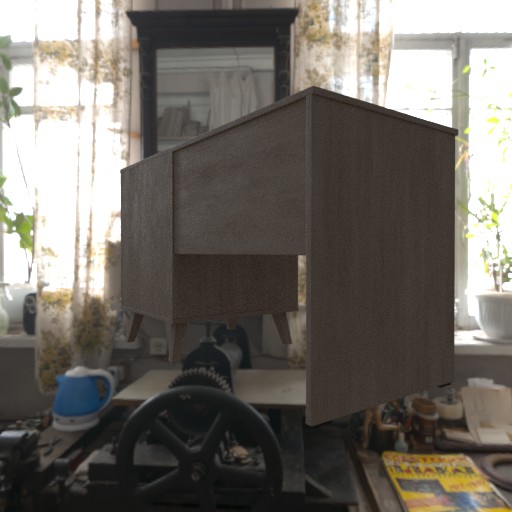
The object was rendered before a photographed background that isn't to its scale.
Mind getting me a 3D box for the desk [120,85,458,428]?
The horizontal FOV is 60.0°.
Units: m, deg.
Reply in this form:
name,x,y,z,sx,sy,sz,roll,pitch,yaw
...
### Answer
name,x,y,z,sx,sy,sz,roll,pitch,yaw
desk,0.000,0.000,1.668,0.600,0.770,1.251,0,1,-36
